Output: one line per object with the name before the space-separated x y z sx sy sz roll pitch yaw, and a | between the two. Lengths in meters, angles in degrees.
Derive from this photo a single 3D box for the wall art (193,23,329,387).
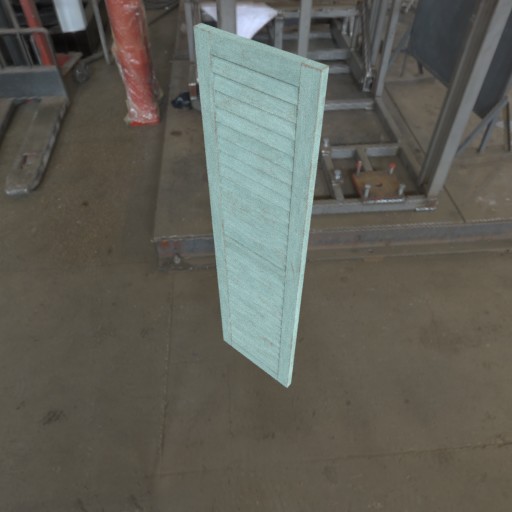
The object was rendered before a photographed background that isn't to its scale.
wall art | 0.000 0.000 1.318 0.329 1.219 0.025 32 54 26
